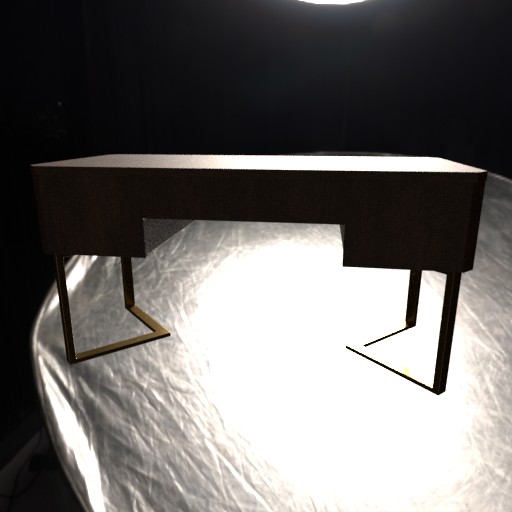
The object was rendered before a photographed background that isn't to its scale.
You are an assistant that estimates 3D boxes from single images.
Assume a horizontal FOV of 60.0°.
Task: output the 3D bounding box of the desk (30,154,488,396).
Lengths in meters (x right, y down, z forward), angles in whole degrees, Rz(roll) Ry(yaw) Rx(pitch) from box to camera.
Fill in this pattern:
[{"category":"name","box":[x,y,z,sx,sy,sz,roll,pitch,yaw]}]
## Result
[{"category":"desk","box":[0.000,0.000,1.811,1.479,0.762,0.684,2,16,8]}]
